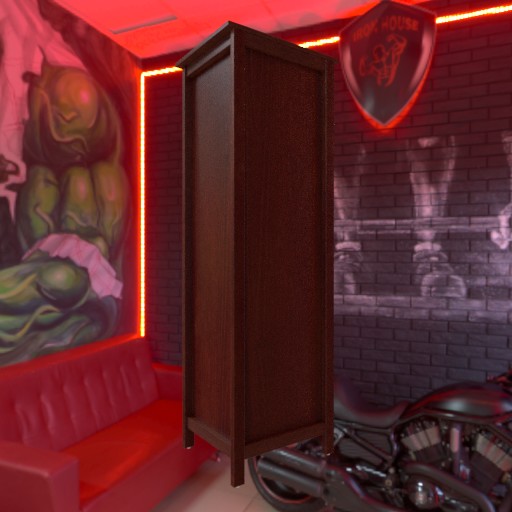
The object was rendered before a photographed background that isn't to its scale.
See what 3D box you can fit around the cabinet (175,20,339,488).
[{"bbox_3d":[0.000,0.000,1.732,0.500,1.518,0.401,0,0,-35],"label":"cabinet"}]
